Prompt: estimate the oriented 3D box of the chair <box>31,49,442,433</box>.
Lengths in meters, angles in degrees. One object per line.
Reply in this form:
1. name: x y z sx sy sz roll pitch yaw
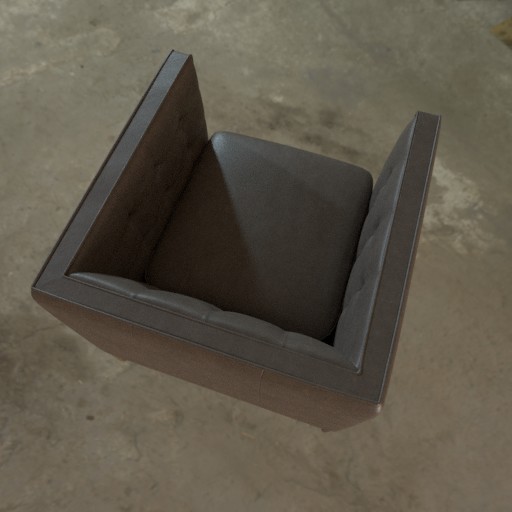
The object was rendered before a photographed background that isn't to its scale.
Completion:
1. chair: 0.000 0.000 1.505 0.880 0.790 0.894 17 66 8
